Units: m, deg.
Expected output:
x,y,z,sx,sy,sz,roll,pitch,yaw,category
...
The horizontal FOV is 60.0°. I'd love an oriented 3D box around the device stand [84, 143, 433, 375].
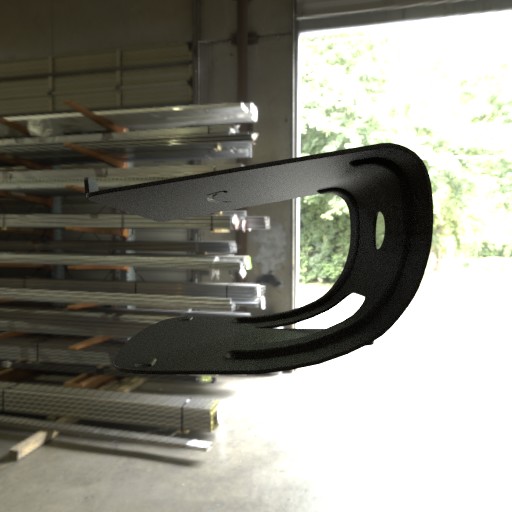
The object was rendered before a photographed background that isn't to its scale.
x,y,z,sx,sy,sz,roll,pitch,yaw,category
0.000,0.000,0.415,0.236,0.155,0.256,0,1,-1,device stand
